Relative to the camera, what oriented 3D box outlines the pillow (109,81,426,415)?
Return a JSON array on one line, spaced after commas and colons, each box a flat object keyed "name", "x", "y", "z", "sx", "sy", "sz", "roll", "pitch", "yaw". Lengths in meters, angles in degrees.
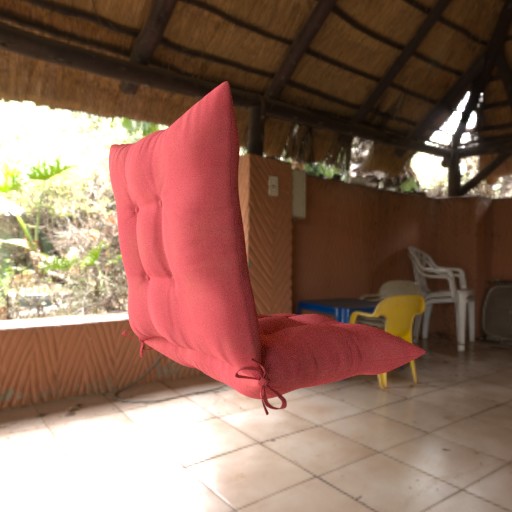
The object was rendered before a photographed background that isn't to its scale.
[{"name": "pillow", "x": 0.000, "y": 0.000, "z": 1.016, "sx": 0.585, "sy": 0.536, "sz": 0.541, "roll": 0, "pitch": 0, "yaw": -37}]
